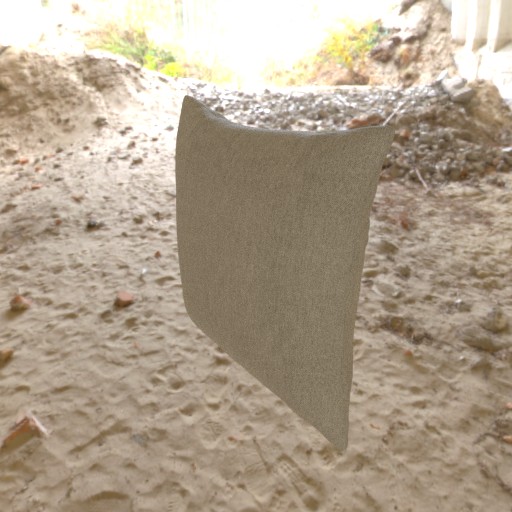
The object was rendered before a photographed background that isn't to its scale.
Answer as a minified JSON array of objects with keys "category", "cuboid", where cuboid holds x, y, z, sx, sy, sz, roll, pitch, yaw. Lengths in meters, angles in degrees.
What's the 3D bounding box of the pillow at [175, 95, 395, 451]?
[{"category":"pillow","cuboid":[0.000,0.000,0.680,0.173,0.436,0.433,-17,30,-33]}]
